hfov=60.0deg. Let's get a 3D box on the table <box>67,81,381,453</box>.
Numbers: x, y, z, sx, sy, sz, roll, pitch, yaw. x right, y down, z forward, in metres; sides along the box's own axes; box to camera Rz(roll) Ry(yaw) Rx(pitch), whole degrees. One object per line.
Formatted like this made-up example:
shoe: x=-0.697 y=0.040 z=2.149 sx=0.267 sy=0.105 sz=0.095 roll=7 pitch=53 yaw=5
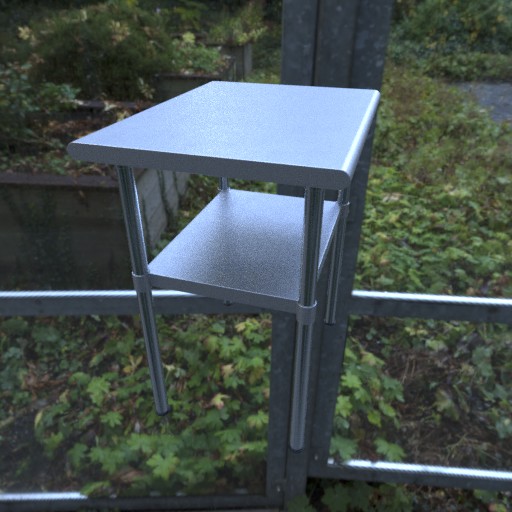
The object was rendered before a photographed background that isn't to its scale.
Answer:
table: x=0.000 y=0.000 z=1.371 sx=0.584 sy=0.876 sz=0.762 roll=9 pitch=32 yaw=15
